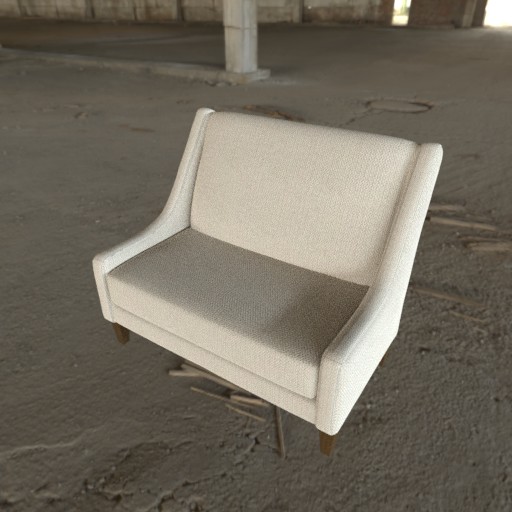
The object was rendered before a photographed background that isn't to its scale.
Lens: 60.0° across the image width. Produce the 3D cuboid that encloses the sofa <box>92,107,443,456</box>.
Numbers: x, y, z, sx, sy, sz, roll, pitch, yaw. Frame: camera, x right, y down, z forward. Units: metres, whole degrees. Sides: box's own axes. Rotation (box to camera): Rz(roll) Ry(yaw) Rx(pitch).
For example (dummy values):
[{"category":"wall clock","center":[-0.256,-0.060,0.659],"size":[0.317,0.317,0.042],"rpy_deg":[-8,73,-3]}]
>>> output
[{"category":"sofa","center":[0.000,0.000,1.972],"size":[1.242,1.022,0.870],"rpy_deg":[19,35,29]}]
